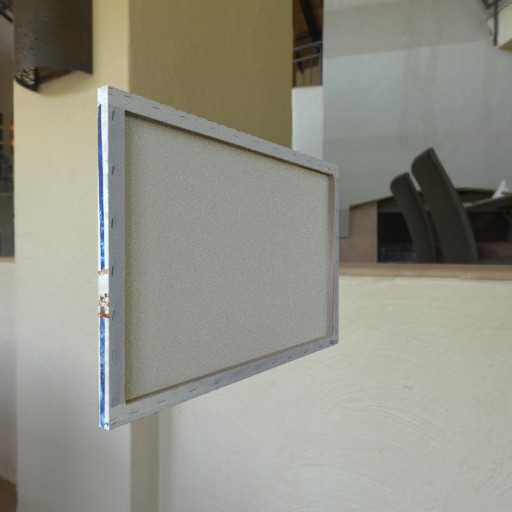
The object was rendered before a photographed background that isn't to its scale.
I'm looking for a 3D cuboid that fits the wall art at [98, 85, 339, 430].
[{"bbox_3d":[0.000,0.000,1.441,0.038,0.757,1.143,0,1,36],"label":"wall art"}]
